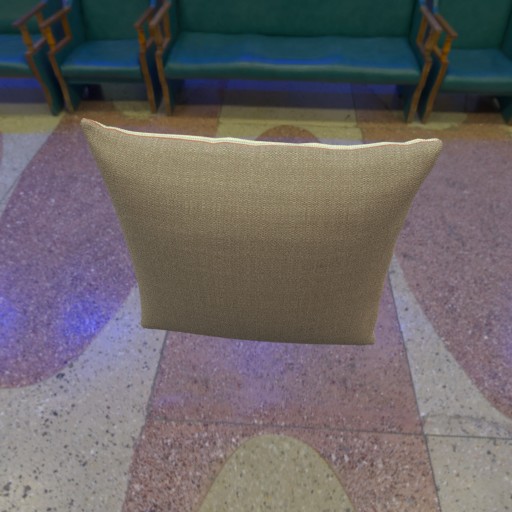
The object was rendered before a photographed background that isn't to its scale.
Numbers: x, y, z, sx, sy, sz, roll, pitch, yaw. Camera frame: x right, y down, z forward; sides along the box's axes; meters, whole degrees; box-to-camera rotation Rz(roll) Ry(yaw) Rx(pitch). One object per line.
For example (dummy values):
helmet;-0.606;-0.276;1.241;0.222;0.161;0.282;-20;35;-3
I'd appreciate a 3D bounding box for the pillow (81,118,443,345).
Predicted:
pillow;0.000;0.000;0.804;0.521;0.519;0.215;4;47;4
